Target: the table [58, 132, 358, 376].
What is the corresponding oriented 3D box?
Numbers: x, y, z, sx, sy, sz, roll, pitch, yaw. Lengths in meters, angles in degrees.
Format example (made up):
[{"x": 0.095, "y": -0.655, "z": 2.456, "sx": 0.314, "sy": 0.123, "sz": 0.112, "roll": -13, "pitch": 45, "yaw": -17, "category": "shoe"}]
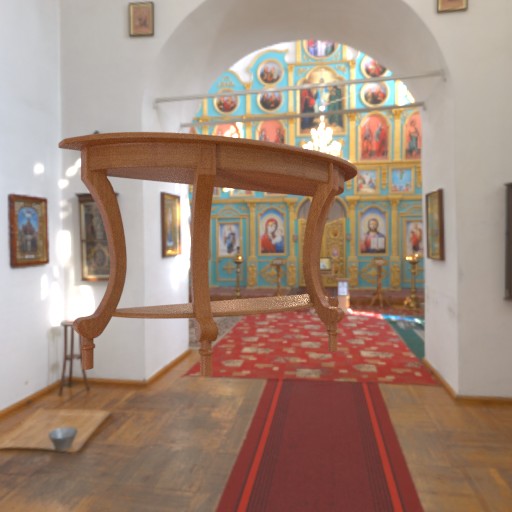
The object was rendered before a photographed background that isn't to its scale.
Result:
[{"x": 0.000, "y": 0.000, "z": 1.544, "sx": 1.198, "sy": 0.692, "sz": 0.394, "roll": 0, "pitch": 1, "yaw": -36, "category": "table"}]
